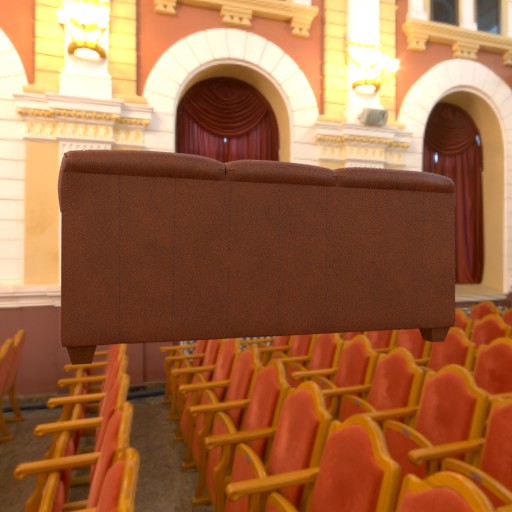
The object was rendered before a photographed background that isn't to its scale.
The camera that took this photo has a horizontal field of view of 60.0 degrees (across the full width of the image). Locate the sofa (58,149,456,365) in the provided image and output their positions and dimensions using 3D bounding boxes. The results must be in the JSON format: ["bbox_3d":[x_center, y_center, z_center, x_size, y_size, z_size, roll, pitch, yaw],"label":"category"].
[{"bbox_3d":[0.000,0.000,2.598,2.039,0.953,1.008,0,-1,-17],"label":"sofa"}]
